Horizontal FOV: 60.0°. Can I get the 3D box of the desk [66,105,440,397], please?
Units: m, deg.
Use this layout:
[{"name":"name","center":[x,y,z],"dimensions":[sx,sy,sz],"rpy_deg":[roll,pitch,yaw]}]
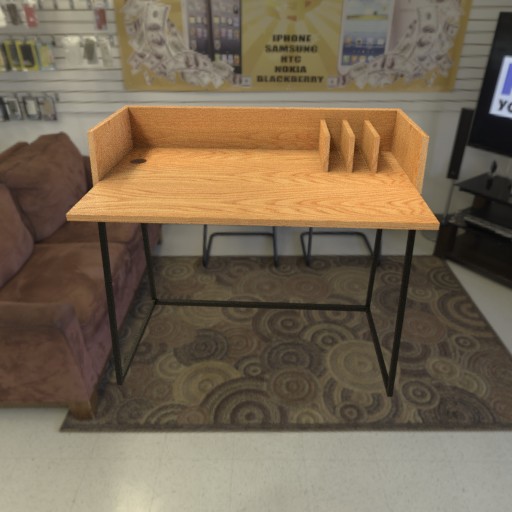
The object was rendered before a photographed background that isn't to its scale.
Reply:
[{"name":"desk","center":[0.000,0.000,1.865],"dimensions":[1.191,1.061,0.769],"rpy_deg":[2,30,3]}]
